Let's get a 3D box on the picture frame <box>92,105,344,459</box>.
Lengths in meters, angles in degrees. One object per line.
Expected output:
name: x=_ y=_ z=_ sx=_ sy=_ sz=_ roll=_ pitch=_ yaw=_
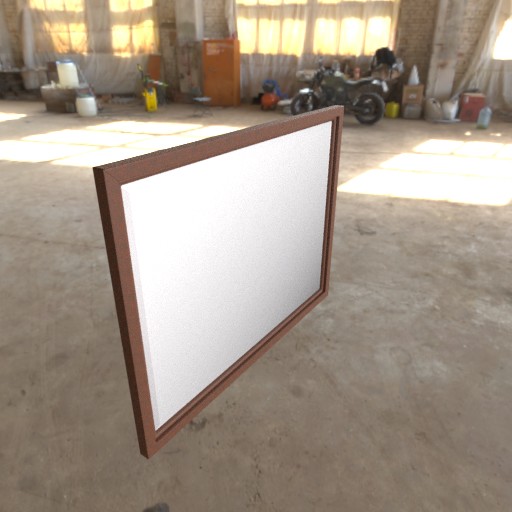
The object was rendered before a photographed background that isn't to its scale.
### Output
picture frame: x=0.000 y=0.000 z=1.793 sx=0.045 sy=1.018 sz=1.329 roll=18 pitch=32 yaw=31
